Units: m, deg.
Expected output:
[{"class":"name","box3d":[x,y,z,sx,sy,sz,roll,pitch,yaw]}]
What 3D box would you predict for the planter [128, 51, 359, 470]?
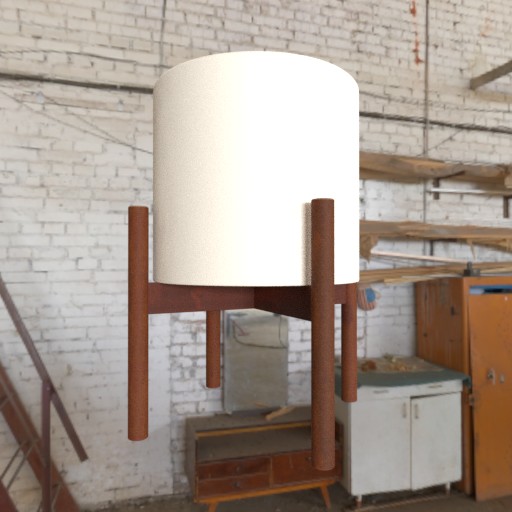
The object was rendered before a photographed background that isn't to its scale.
[{"class":"planter","box3d":[0.000,0.000,0.494,0.224,0.358,0.224,0,0,19]}]
